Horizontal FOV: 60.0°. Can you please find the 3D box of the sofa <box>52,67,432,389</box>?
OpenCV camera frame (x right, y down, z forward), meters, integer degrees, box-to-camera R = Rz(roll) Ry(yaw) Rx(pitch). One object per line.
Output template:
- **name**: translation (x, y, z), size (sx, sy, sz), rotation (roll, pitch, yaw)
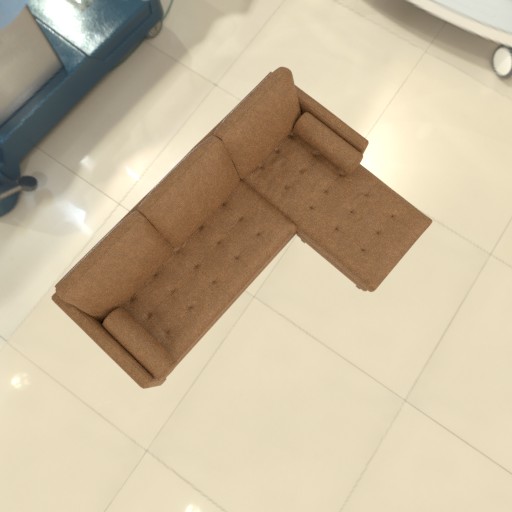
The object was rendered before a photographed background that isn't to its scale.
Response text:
- **sofa**: translation (0.000, 0.000, 2.987), size (1.506, 0.876, 2.178), rotation (41, 79, 9)
